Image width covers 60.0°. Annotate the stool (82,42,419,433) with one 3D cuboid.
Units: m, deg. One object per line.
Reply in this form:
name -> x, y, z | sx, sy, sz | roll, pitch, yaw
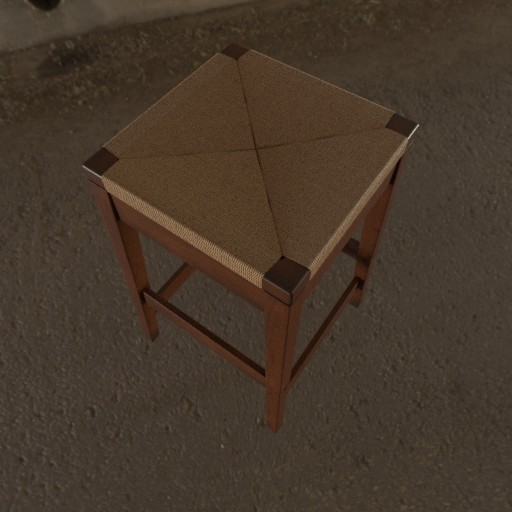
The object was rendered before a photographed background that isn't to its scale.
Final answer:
stool -> 0.000, 0.000, 1.099 | 0.497, 0.762, 0.507 | 31, 63, 18
